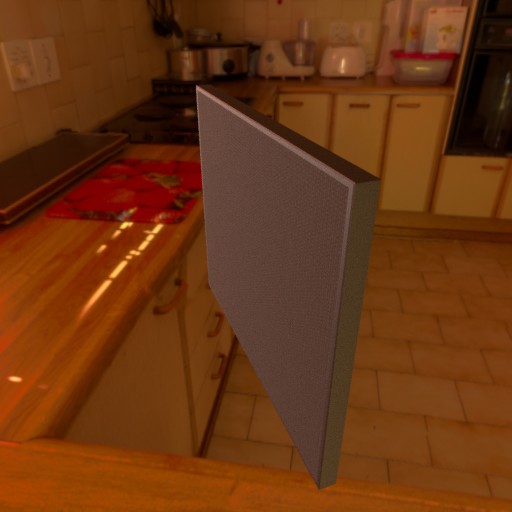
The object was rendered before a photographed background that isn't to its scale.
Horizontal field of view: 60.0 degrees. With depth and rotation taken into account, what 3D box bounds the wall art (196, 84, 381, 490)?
[{"bbox_3d":[0.000,0.000,0.740,0.029,0.458,0.559,-11,32,-18],"label":"wall art"}]
